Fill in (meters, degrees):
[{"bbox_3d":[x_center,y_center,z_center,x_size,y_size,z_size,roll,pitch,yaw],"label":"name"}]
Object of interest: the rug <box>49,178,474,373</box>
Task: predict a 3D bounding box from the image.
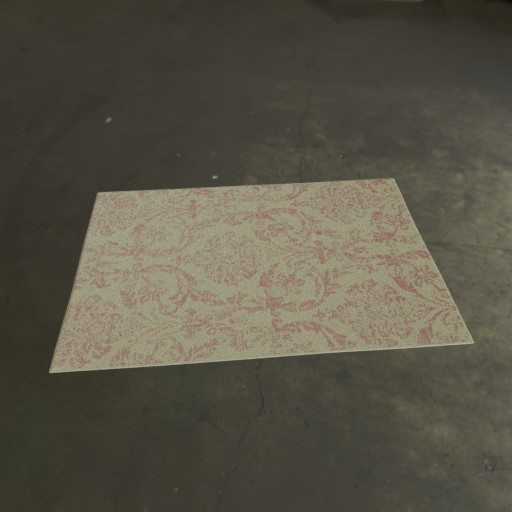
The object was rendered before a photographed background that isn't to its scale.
[{"bbox_3d":[0.000,0.000,2.328,1.839,0.012,1.219,-3,46,-3],"label":"rug"}]
